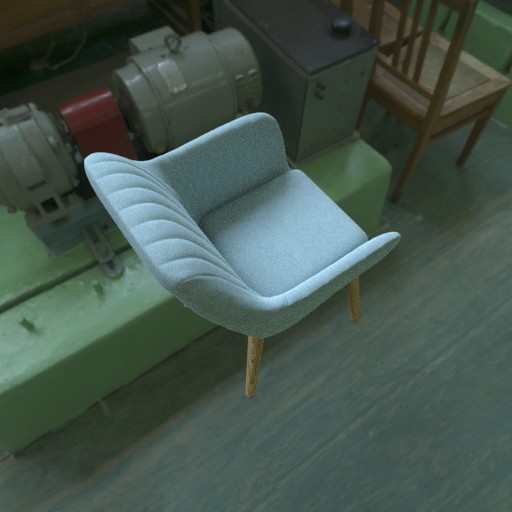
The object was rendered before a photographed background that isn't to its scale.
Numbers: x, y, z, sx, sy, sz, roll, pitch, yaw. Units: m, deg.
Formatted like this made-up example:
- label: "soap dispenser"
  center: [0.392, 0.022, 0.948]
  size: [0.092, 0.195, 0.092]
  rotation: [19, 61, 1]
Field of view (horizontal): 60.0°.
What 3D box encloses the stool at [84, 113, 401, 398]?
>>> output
- label: "stool"
  center: [0.000, 0.000, 1.181]
  size: [0.590, 0.830, 0.503]
  rotation: [-32, 63, -18]
